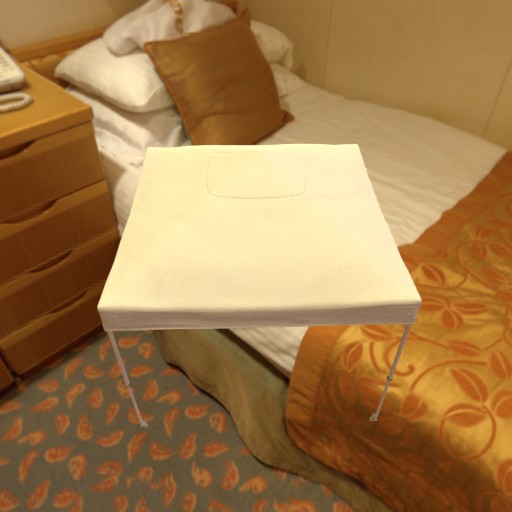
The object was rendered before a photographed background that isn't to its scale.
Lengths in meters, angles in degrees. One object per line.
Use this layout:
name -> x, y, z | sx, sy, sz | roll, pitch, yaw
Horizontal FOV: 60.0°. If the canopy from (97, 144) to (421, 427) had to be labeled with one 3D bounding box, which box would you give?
canopy -> 0.000, 0.000, 5.641 | 2.998, 2.997, 2.996 | -1, 42, -1
